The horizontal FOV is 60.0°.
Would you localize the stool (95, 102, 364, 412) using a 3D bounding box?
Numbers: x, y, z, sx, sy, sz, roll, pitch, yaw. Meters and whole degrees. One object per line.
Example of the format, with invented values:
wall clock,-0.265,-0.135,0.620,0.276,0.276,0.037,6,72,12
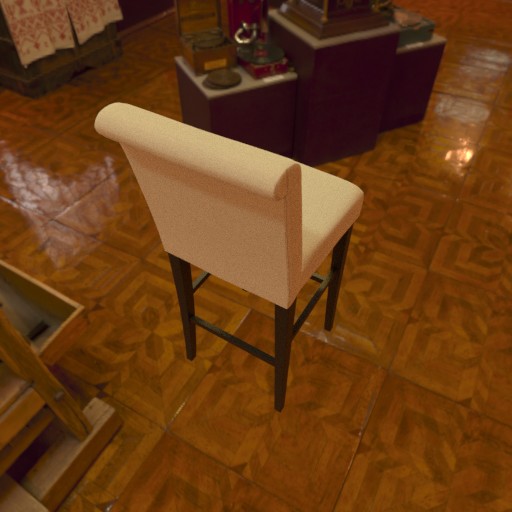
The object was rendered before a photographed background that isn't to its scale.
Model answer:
stool,0.000,0.000,1.414,0.452,1.124,0.597,24,51,21
